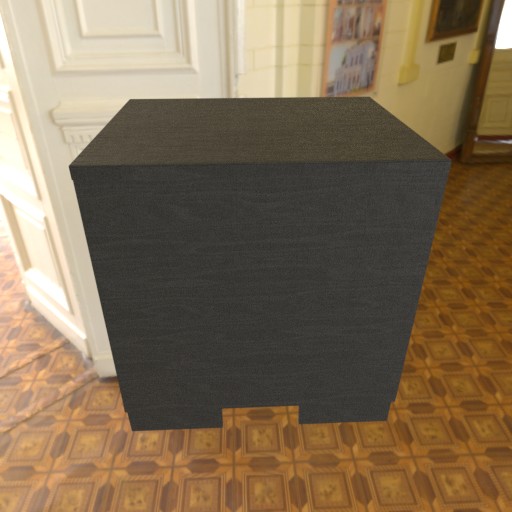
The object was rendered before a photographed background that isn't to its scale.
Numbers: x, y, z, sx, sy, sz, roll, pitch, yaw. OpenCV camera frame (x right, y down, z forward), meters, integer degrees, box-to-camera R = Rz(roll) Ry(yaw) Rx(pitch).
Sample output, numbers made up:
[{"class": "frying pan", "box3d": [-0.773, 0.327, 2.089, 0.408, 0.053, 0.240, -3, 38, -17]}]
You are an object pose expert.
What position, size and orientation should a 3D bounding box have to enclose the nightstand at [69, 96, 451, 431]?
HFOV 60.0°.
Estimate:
[{"class": "nightstand", "box3d": [0.000, 0.000, 0.754, 0.427, 0.448, 0.347, -1, 31, -2]}]
